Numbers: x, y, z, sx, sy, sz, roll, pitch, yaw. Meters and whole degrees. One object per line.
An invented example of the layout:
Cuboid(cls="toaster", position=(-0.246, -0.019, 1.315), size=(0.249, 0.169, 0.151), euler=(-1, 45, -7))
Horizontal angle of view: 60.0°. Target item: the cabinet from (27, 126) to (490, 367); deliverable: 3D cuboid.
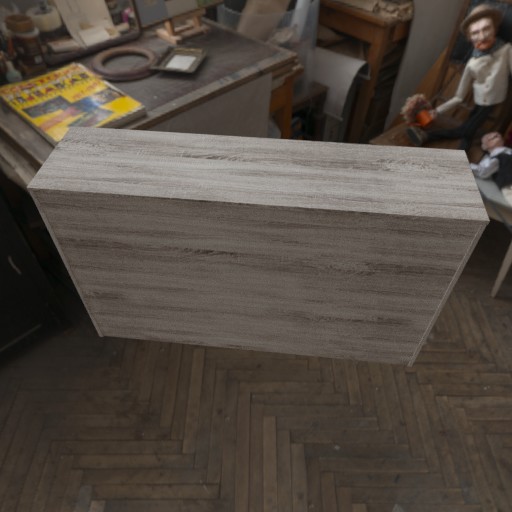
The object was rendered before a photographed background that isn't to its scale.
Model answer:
Cuboid(cls="cabinet", position=(0.000, 0.000, 1.839), size=(1.450, 0.900, 0.380), euler=(5, 48, 4))
